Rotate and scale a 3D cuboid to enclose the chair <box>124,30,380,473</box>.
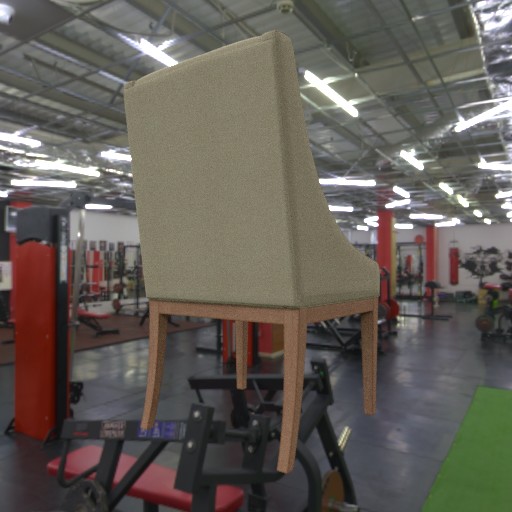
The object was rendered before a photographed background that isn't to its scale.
[{"bbox_3d":[0.000,0.000,1.372,0.575,1.021,0.611,-1,-1,35],"label":"chair"}]
